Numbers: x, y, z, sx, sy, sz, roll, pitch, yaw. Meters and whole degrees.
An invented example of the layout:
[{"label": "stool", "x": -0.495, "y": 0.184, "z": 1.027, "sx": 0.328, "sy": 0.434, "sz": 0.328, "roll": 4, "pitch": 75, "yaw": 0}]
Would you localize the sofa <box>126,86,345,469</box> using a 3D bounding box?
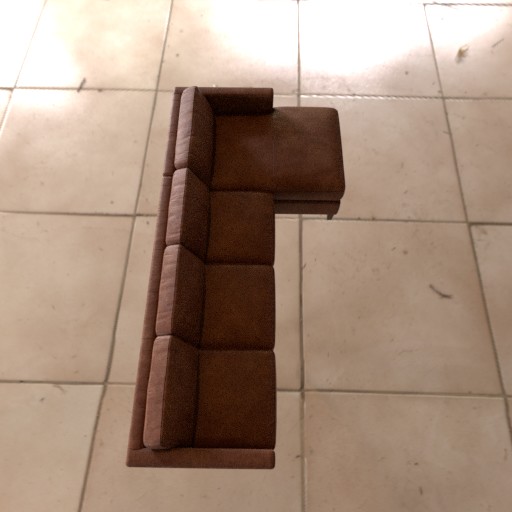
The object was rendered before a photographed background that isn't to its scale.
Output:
[{"label": "sofa", "x": 0.000, "y": 0.000, "z": 3.694, "sx": 1.581, "sy": 0.883, "sz": 3.203, "roll": 1, "pitch": 64, "yaw": 0}]
